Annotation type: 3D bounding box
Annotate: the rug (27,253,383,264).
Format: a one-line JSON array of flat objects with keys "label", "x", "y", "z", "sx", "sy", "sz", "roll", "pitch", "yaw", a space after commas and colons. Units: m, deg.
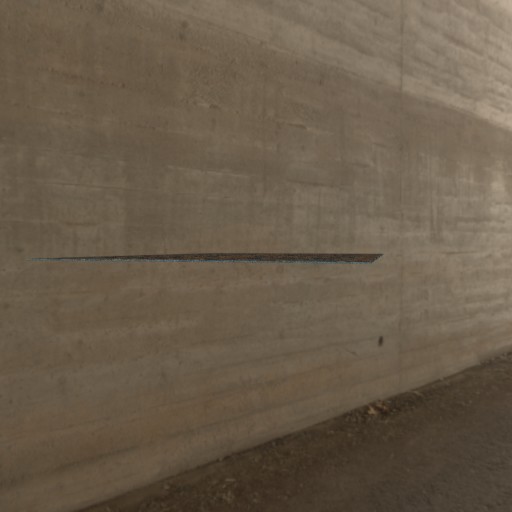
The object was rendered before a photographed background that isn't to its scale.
[{"label": "rug", "x": 0.000, "y": 0.000, "z": 4.321, "sx": 2.337, "sy": 0.013, "sz": 3.291, "roll": 0, "pitch": 1, "yaw": 17}]
